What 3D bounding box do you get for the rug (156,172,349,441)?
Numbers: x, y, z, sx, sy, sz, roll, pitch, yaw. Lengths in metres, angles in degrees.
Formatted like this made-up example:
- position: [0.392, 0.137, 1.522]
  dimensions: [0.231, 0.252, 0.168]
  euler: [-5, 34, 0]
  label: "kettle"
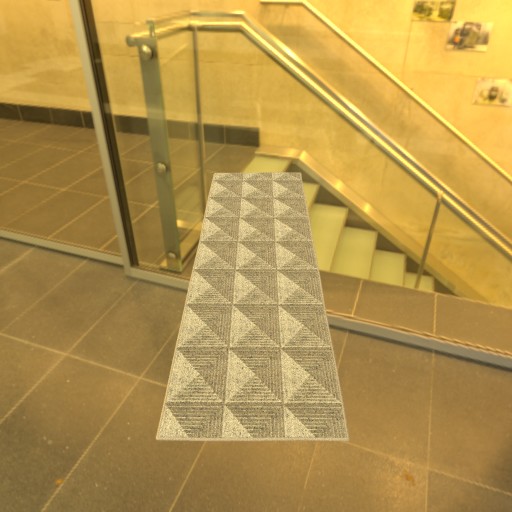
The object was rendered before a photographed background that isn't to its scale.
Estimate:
- position: [0.000, 0.000, 2.366]
  dimensions: [0.645, 0.015, 2.182]
  euler: [0, 34, 0]
  label: "rug"
